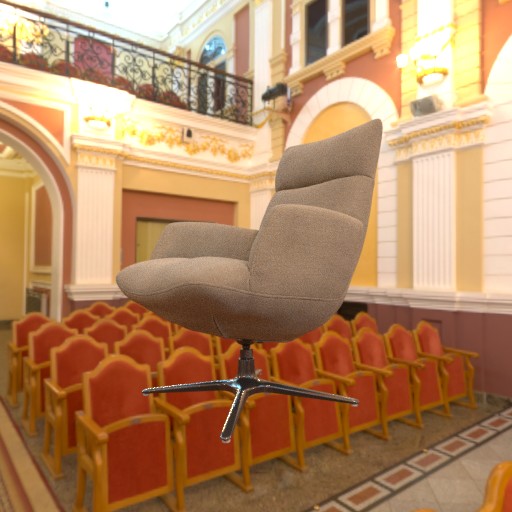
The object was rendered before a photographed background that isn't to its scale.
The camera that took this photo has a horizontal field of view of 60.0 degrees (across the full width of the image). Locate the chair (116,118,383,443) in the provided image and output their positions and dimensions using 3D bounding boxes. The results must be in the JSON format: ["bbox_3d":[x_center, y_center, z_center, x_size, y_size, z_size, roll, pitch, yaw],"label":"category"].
[{"bbox_3d":[0.000,0.000,1.597,0.889,1.016,0.711,1,-1,-37],"label":"chair"}]
